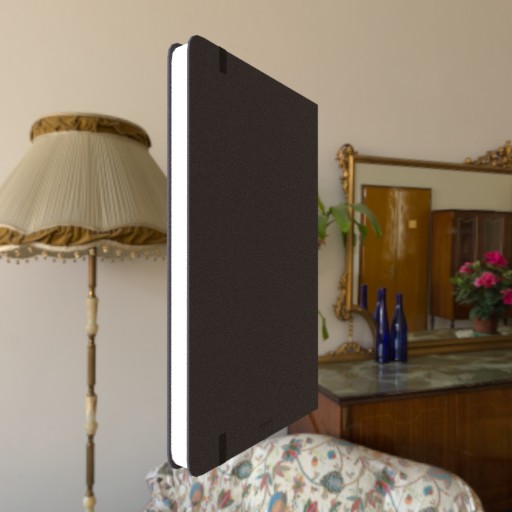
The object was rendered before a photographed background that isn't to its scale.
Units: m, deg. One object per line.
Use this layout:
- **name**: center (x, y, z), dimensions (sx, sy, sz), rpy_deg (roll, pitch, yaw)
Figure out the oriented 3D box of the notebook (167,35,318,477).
- **notebook**: center (0.000, 0.000, 0.262), dimensions (0.016, 0.213, 0.127), rpy_deg (0, 0, 36)
